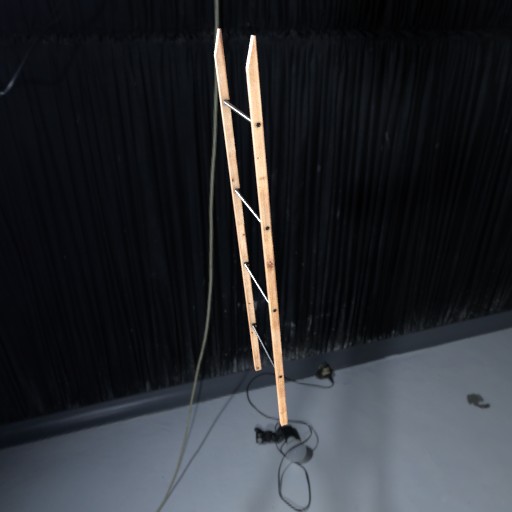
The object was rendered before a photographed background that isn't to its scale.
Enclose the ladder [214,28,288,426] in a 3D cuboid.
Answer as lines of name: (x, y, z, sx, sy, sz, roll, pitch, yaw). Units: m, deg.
ladder: (0.000, 0.000, 1.992, 0.200, 1.805, 0.442, -10, 31, -16)
